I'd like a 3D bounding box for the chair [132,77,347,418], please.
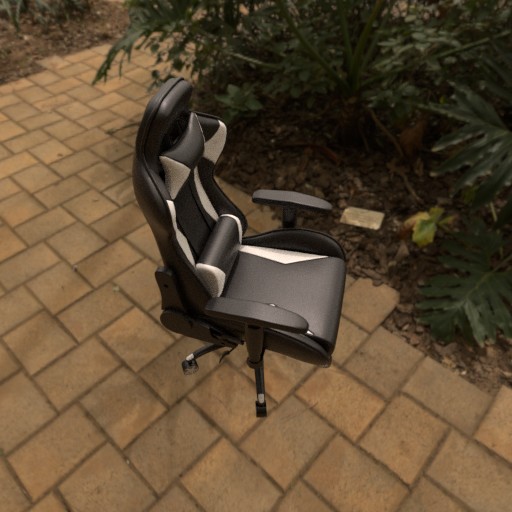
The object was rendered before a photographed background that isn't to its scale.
[{"bbox_3d":[0.000,0.000,1.707,0.695,1.285,0.730,10,46,10],"label":"chair"}]
